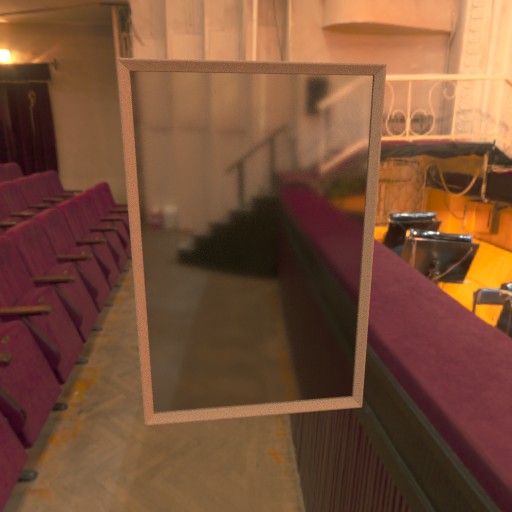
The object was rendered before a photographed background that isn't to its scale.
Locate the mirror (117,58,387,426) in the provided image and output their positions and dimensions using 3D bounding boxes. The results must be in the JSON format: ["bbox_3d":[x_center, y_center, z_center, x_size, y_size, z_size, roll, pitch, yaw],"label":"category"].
[{"bbox_3d":[0.000,0.000,1.130,0.609,0.915,0.041,-2,16,-8],"label":"mirror"}]
